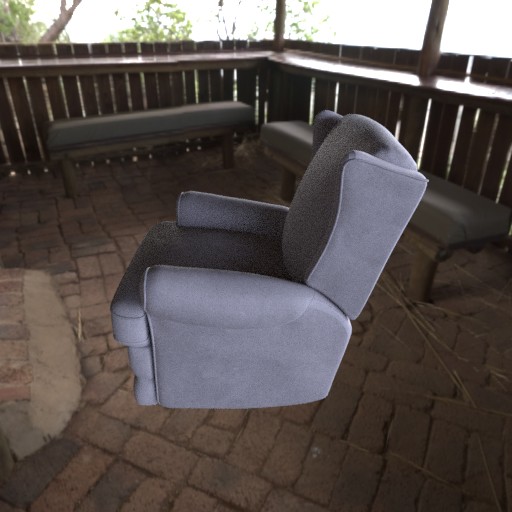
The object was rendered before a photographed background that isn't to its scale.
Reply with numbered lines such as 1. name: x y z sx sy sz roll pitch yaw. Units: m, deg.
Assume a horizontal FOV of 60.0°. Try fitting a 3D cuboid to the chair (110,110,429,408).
1. chair: 0.000 0.000 1.717 0.969 1.011 0.847 0 28 0
